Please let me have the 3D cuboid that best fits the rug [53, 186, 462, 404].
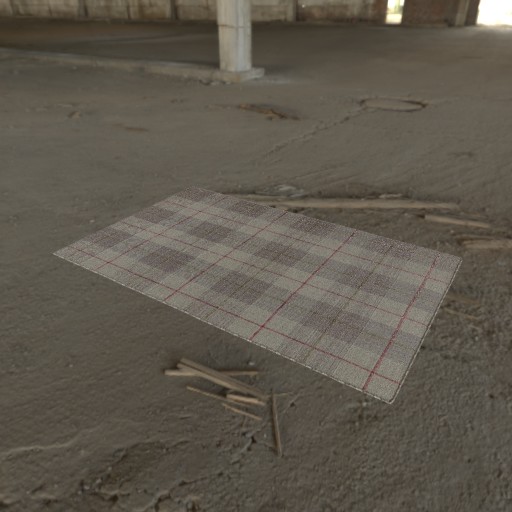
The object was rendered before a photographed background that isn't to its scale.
[{"bbox_3d":[0.000,0.000,3.123,2.464,0.010,1.549,18,35,28],"label":"rug"}]
